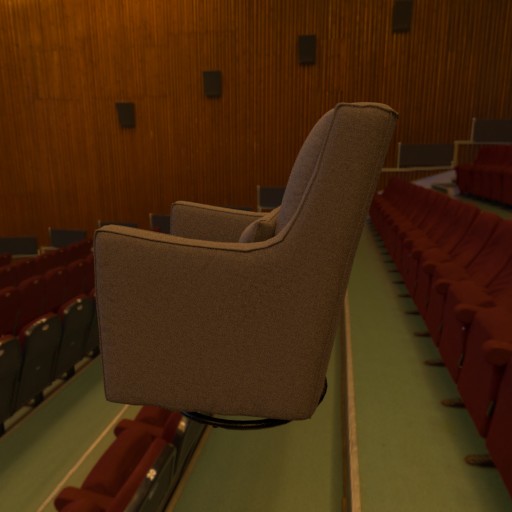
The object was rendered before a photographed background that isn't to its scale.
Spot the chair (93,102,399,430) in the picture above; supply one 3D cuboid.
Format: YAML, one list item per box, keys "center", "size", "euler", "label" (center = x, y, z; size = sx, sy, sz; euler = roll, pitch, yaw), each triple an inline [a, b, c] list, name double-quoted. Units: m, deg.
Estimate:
- center: [0.000, 0.000, 1.565]
  size: [0.879, 0.993, 0.732]
  euler: [2, 14, 9]
  label: "chair"
